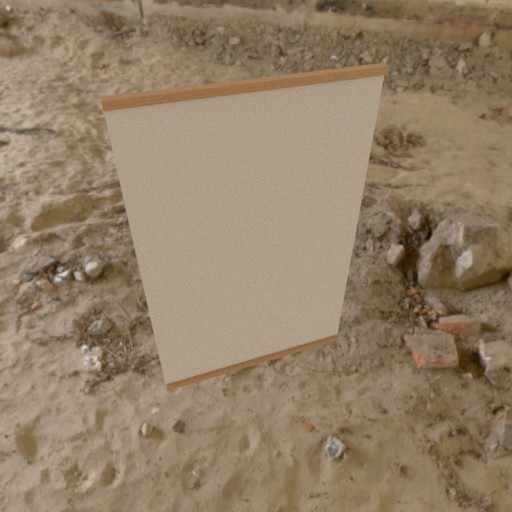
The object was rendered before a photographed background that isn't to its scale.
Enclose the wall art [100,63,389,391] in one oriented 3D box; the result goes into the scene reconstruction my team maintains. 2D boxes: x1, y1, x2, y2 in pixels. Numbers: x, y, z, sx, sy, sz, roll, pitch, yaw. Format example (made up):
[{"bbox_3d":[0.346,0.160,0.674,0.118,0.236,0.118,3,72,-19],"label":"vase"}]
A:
[{"bbox_3d":[0.000,0.000,1.946,0.991,1.510,0.040,-13,42,-15],"label":"wall art"}]
